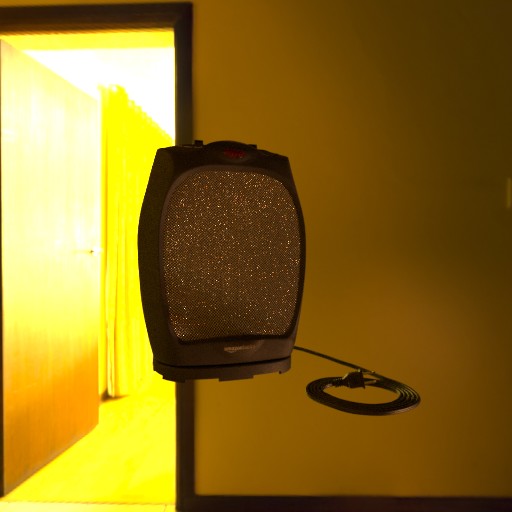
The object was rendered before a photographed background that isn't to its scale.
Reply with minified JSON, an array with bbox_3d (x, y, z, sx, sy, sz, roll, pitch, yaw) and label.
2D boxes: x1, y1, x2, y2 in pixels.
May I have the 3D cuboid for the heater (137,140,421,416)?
[{"bbox_3d":[0.000,0.000,0.470,0.239,0.255,0.291,0,1,-18],"label":"heater"}]
